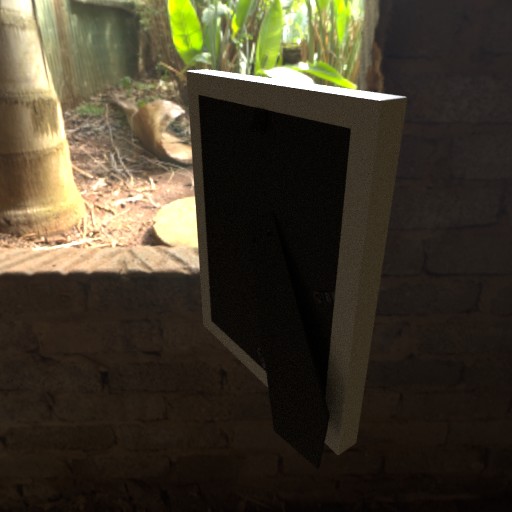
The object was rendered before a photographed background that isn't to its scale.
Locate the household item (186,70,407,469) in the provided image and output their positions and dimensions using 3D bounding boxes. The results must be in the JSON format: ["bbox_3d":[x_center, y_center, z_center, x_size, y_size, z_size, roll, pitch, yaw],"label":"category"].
[{"bbox_3d":[0.000,0.000,0.340,0.045,0.250,0.200,-18,32,-31],"label":"household item"}]
